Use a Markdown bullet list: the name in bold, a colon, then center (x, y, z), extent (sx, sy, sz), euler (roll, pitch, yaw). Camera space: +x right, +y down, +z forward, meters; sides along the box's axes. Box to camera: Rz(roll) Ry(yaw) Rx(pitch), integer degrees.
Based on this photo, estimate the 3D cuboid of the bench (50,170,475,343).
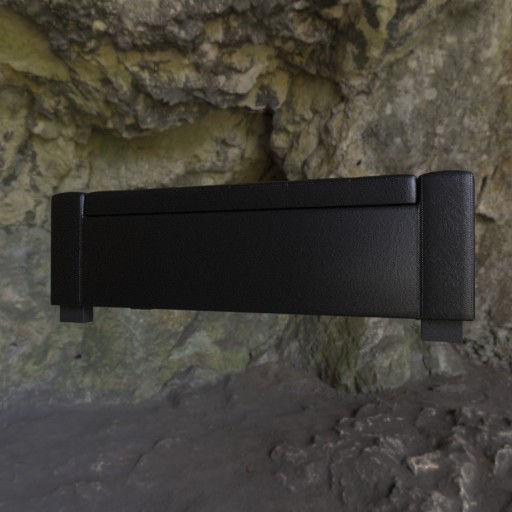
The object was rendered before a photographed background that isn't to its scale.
- **bench**: center (0.000, 0.000, 1.524), extent (1.296, 0.445, 0.508), euler (0, -1, 18)
